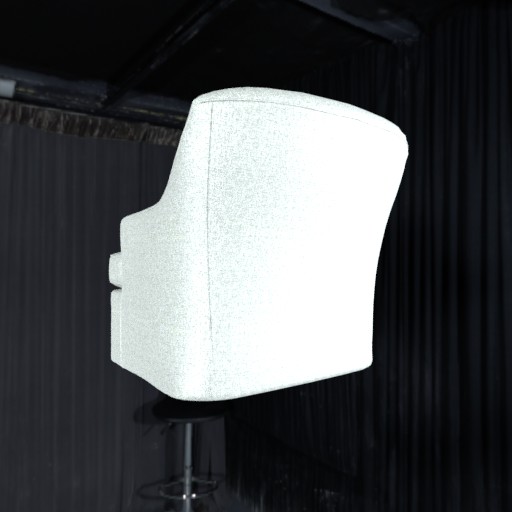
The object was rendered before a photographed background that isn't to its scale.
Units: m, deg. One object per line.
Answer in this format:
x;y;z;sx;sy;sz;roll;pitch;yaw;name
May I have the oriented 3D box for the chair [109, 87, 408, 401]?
0.000;0.000;1.586;0.864;0.856;0.923;0;-1;-37;chair
